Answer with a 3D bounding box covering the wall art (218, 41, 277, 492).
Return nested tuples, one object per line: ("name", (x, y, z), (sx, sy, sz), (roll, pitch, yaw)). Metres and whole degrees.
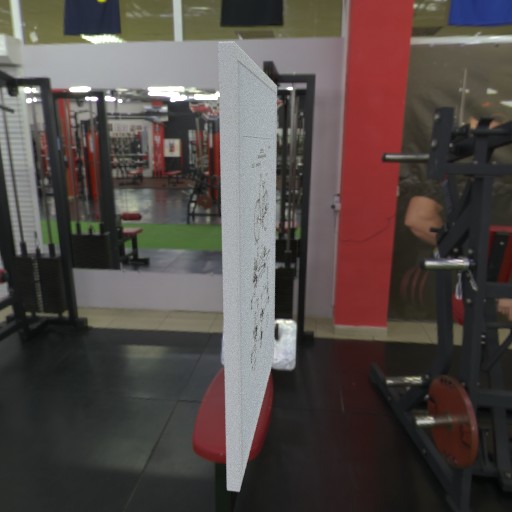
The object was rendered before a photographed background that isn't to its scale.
("wall art", (0.000, 0.000, 0.610), (0.015, 0.477, 0.332), (2, 15, 9))
